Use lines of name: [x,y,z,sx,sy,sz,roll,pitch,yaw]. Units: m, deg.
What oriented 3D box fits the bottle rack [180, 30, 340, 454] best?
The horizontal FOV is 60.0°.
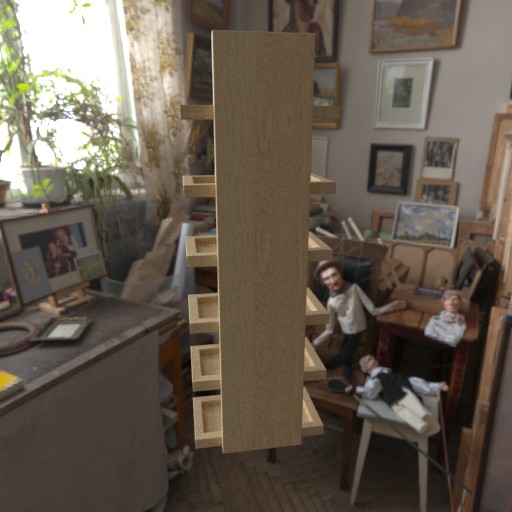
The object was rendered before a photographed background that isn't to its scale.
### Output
bottle rack: [0.000,0.000,1.068,0.330,0.943,0.206,-3,17,-9]
